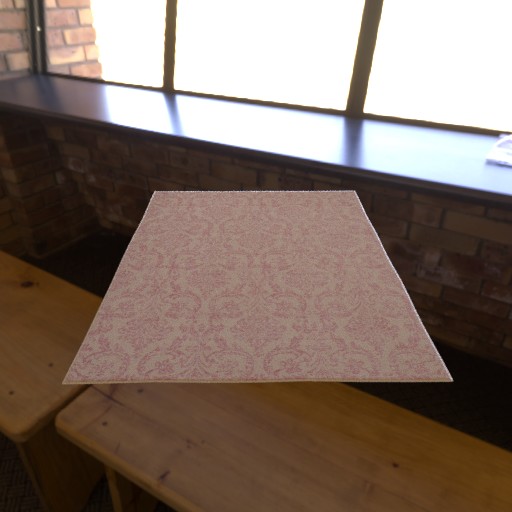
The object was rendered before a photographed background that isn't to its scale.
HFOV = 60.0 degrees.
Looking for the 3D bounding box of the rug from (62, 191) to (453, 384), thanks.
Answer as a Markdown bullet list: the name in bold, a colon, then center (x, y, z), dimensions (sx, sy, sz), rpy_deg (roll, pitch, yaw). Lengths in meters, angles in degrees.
- **rug**: center (0.000, 0.000, 3.950), dimensions (2.363, 0.012, 2.980), rpy_deg (0, 31, 0)
